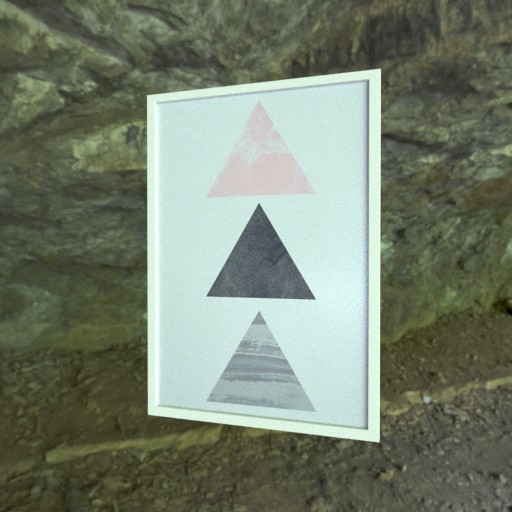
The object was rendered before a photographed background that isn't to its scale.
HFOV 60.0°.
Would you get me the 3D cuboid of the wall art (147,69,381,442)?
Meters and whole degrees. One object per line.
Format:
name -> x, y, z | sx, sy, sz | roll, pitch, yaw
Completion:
wall art -> 0.000, 0.000, 0.563 | 0.303, 0.433, 0.013 | 0, 1, 17
